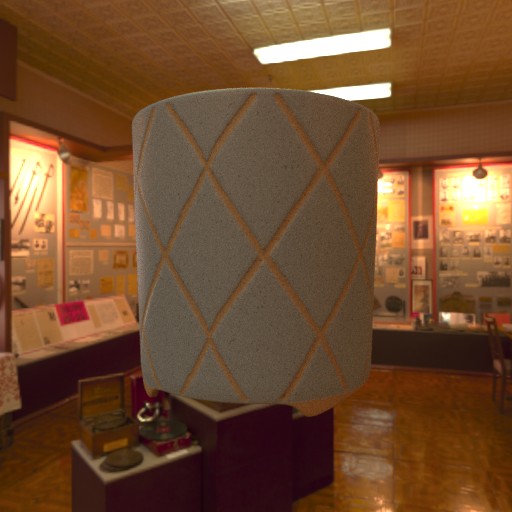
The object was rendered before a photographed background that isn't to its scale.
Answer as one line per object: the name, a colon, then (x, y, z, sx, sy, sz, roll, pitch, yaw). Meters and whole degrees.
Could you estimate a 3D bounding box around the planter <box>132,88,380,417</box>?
planter: (0.000, 0.000, 0.355, 0.191, 0.200, 0.191, 0, 1, 0)
